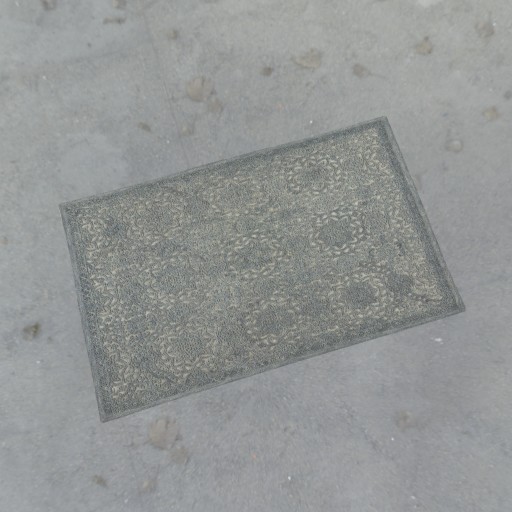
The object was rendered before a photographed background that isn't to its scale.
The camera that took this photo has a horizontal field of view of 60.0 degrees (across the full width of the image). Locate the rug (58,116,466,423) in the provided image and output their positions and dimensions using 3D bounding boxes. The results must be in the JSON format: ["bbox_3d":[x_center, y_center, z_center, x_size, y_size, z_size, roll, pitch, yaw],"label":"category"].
[{"bbox_3d":[0.000,0.000,3.065,2.498,0.022,1.535,-16,76,-4],"label":"rug"}]
